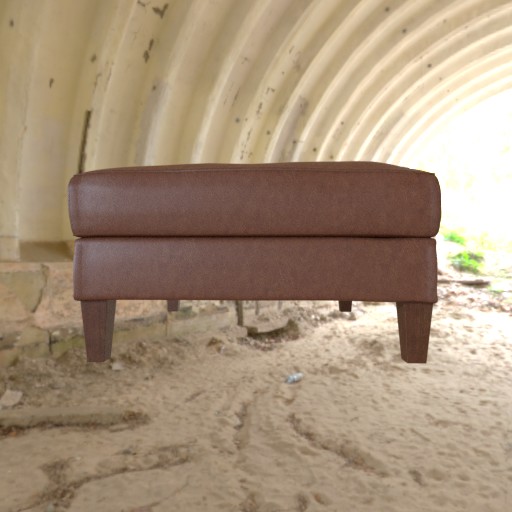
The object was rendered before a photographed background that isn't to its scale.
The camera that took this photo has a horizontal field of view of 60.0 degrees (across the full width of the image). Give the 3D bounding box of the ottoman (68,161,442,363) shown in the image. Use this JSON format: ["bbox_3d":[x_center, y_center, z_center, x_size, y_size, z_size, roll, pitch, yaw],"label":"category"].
[{"bbox_3d":[0.000,0.000,1.441,0.836,0.472,0.987,0,1,1],"label":"ottoman"}]
